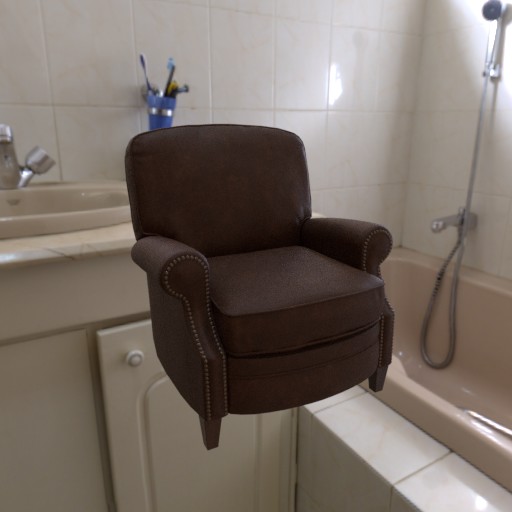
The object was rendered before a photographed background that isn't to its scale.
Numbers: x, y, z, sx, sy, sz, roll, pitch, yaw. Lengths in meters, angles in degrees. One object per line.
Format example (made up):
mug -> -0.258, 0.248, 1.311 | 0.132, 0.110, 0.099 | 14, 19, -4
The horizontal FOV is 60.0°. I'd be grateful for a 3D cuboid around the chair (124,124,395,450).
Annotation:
chair -> 0.000, 0.000, 1.776 | 0.936, 1.018, 0.986 | -8, 18, -26
